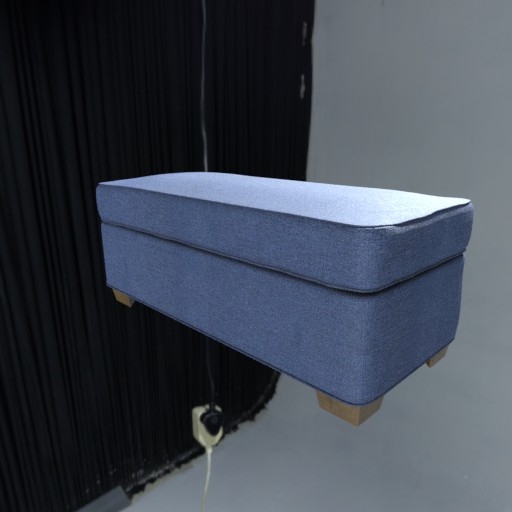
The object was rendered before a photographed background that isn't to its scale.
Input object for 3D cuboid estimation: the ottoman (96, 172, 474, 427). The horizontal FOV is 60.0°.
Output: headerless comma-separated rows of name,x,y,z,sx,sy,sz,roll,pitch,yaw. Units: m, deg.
ottoman,0.000,0.000,1.374,0.515,0.460,1.110,-15,21,-43
